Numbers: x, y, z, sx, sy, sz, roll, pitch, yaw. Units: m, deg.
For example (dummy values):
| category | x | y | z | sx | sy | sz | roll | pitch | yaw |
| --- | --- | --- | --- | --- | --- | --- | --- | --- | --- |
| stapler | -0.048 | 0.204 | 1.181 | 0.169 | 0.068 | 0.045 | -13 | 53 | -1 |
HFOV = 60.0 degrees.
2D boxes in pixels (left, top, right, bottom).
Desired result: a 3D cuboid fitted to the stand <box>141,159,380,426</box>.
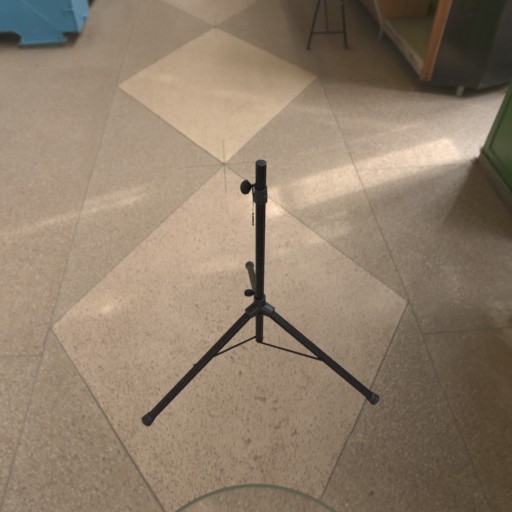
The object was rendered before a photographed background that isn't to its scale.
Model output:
| category | x | y | z | sx | sy | sz | roll | pitch | yaw |
| --- | --- | --- | --- | --- | --- | --- | --- | --- | --- |
| stand | 0.000 | 0.000 | 1.826 | 1.045 | 1.136 | 0.907 | -3 | 47 | -3 |
